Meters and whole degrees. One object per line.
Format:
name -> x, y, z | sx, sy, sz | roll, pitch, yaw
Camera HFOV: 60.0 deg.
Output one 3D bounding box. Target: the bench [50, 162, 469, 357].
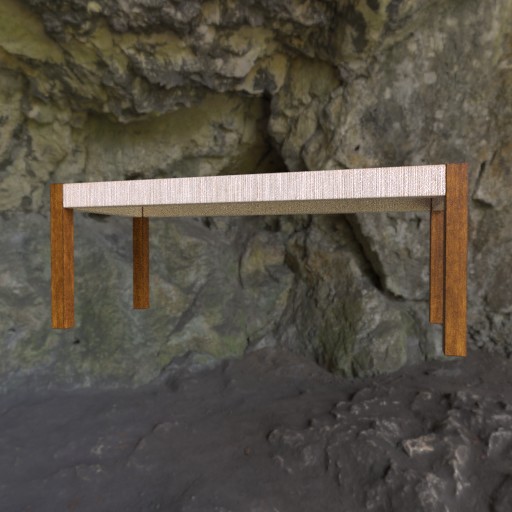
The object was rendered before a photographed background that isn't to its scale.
bench -> 0.000, 0.000, 1.460 | 1.198, 0.457, 0.507 | 0, 1, 17
